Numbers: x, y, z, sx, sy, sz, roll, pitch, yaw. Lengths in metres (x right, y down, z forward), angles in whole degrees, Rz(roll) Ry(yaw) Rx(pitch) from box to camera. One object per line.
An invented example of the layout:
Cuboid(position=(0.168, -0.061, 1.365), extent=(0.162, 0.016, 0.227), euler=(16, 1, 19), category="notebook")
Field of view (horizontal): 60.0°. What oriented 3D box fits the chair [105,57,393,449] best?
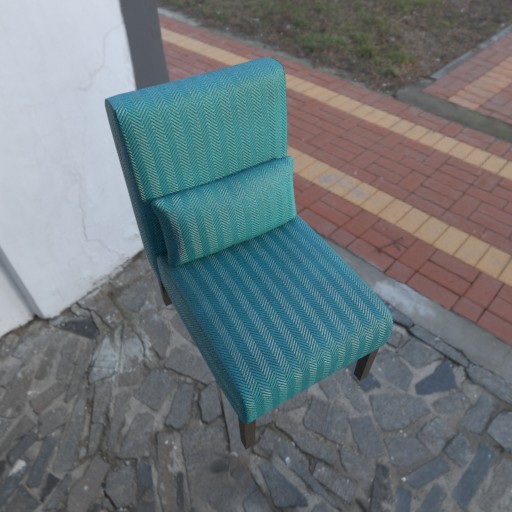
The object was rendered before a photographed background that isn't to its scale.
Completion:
Cuboid(position=(0.000, 0.000, 1.464), extent=(0.579, 0.927, 0.808), euler=(-23, 52, -20), category="chair")
